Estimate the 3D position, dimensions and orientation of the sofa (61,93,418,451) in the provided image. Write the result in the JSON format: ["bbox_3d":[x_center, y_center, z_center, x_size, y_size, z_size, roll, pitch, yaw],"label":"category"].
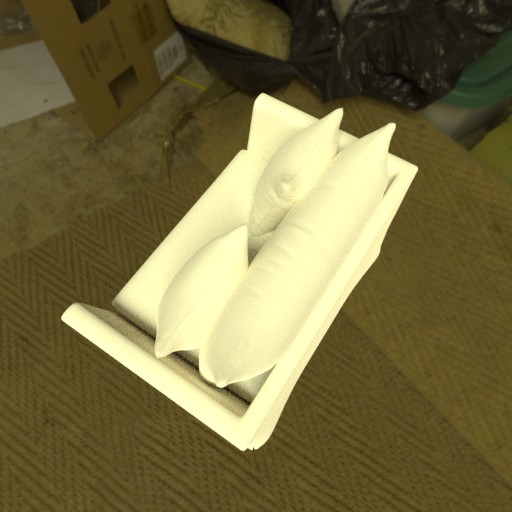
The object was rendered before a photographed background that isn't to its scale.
[{"bbox_3d":[0.000,0.000,2.277,1.026,1.039,1.608,30,67,14],"label":"sofa"}]
